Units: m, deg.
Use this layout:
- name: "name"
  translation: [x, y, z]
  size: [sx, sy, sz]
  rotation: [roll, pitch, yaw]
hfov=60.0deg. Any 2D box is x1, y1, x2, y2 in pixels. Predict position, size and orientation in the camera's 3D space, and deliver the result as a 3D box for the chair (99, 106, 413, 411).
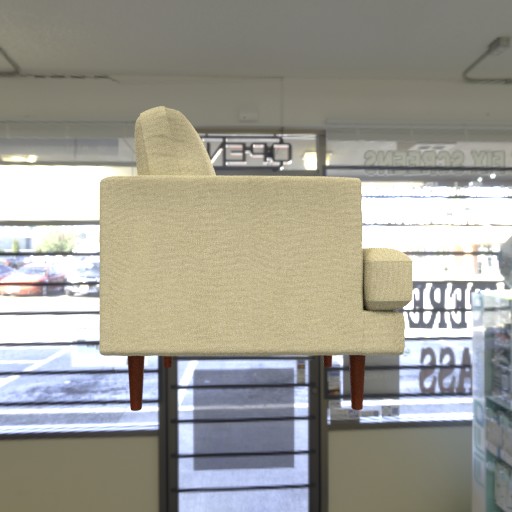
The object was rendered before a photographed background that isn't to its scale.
- name: "chair"
  translation: [0.000, 0.000, 1.657]
  size: [0.899, 0.957, 0.858]
  rotation: [0, 0, -1]
